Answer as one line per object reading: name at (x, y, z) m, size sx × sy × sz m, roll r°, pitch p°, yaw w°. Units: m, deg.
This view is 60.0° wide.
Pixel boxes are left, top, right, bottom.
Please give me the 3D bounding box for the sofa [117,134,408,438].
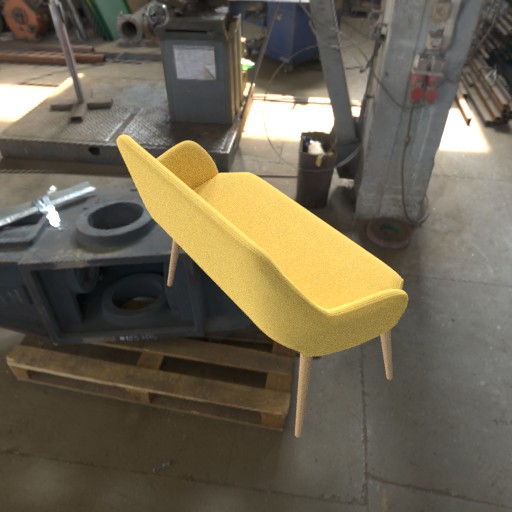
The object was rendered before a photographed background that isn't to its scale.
sofa at (0.000, 0.000, 1.649) m, size 0.610 × 0.840 × 1.150 m, roll -26°, pitch 47°, yaw -27°
